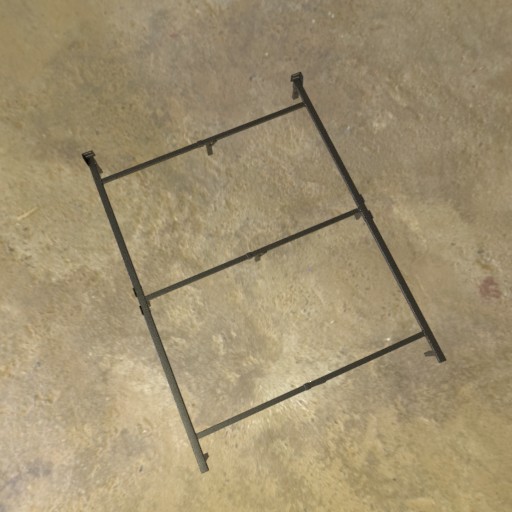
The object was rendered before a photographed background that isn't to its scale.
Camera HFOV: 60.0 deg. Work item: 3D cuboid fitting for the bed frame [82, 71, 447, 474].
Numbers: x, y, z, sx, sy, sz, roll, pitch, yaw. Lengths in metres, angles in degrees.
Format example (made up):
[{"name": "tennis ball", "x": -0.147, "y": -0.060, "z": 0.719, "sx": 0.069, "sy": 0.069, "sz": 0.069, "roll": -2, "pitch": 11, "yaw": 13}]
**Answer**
[{"name": "bed frame", "x": 0.000, "y": 0.000, "z": 2.701, "sx": 1.498, "sy": 0.248, "sz": 1.990, "roll": -23, "pitch": 77, "yaw": -6}]
